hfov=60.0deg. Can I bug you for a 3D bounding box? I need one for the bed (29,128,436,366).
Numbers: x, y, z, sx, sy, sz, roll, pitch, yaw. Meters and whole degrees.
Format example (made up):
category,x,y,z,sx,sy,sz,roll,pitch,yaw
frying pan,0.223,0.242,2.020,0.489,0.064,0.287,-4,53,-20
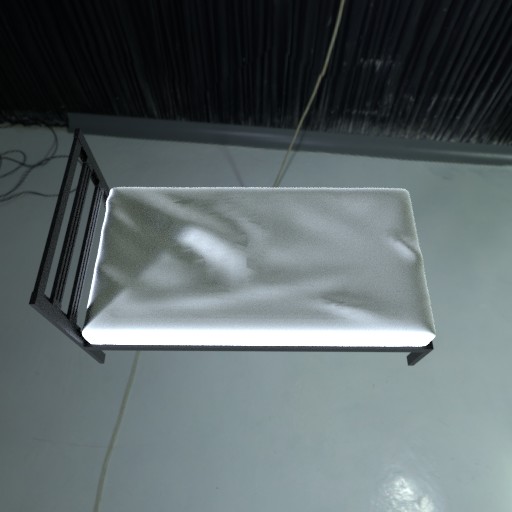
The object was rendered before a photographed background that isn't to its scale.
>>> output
category,x,y,z,sx,sy,sz,roll,pitch,yaw
bed,0.000,0.000,2.520,1.930,0.967,0.991,0,62,0
